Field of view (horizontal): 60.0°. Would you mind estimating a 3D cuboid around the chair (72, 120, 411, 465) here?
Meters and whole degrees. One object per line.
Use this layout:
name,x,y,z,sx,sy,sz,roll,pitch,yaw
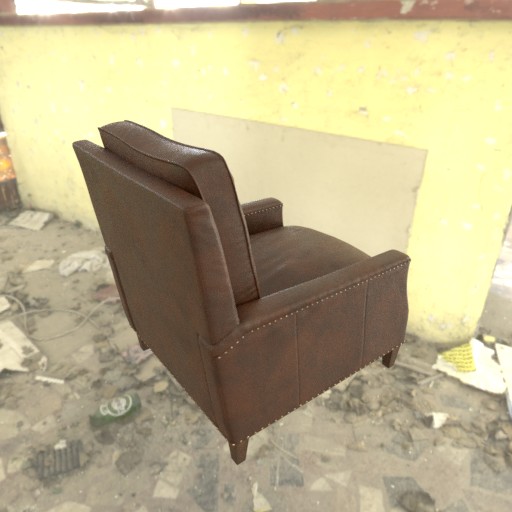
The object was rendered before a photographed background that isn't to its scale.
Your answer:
chair,0.000,0.000,1.771,1.035,1.054,0.854,-19,32,-32
